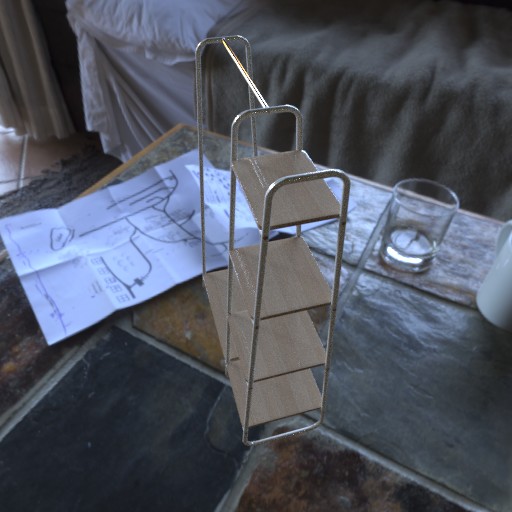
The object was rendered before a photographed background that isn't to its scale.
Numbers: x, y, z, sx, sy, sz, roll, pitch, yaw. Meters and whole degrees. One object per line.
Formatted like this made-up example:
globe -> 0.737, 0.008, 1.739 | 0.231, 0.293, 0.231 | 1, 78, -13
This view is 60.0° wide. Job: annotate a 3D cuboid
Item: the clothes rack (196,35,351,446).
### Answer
clothes rack -> 0.000, 0.000, 1.944 | 0.400, 1.500, 1.011 | -11, 46, -11
